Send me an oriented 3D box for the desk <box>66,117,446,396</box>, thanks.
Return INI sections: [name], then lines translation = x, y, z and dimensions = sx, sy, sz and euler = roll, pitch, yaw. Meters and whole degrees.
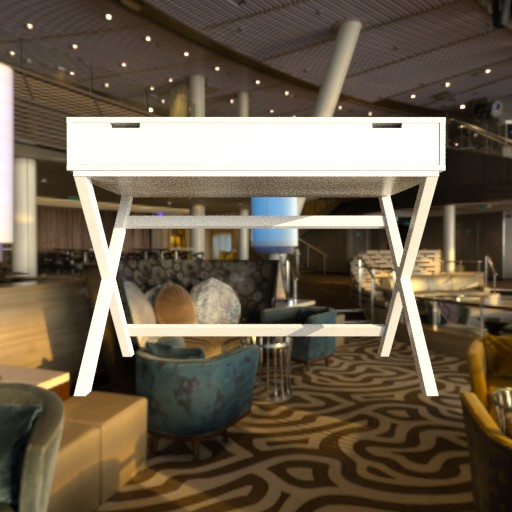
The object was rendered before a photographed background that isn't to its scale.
[desk]
translation = 0.000, 0.000, 1.493
dimensions = 1.059, 0.780, 0.509
euler = 0, 1, 0
